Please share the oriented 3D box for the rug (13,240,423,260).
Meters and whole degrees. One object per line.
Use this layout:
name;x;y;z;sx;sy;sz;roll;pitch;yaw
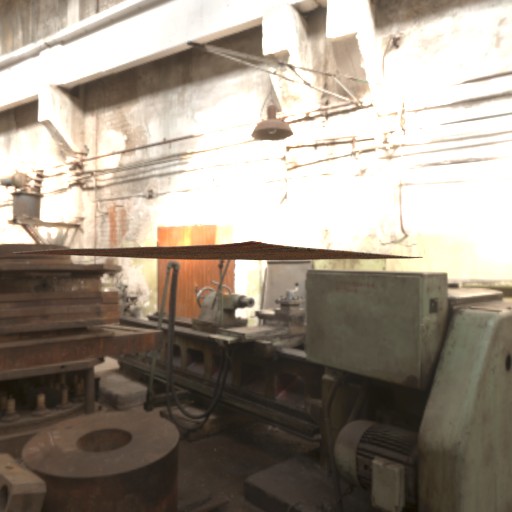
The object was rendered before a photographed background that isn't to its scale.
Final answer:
rug;0.000;0.000;2.264;1.220;0.017;1.835;-1;-2;34
